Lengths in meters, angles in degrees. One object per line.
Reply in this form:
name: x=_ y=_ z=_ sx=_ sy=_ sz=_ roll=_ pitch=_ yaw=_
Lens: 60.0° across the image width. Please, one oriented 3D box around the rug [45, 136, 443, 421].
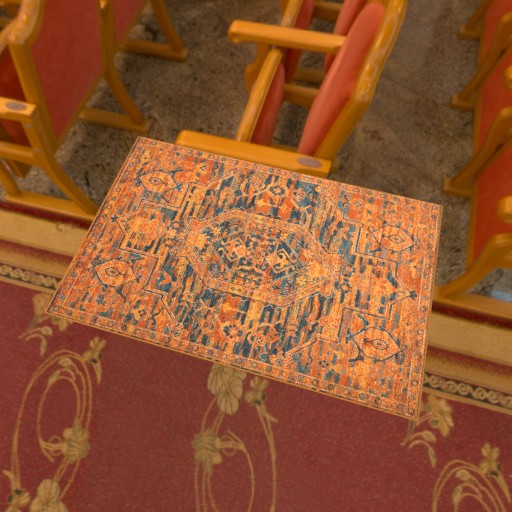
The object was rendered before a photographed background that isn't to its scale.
rug: x=0.000 y=0.000 z=1.097 sx=0.863 sy=0.008 sz=0.557 roll=14 pitch=64 yaw=7
